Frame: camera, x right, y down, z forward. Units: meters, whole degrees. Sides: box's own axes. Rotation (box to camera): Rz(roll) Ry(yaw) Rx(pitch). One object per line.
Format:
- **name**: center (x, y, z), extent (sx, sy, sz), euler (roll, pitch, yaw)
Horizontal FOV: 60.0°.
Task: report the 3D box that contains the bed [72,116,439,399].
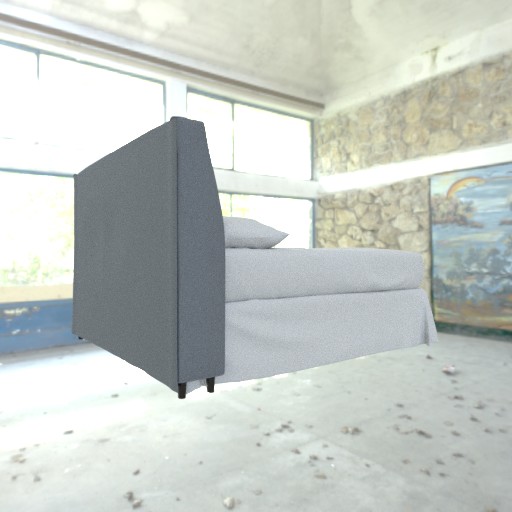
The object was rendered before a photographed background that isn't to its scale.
- **bed**: center (0.000, 0.000, 3.438), extent (2.276, 1.332, 1.925), euler (0, 0, -36)
